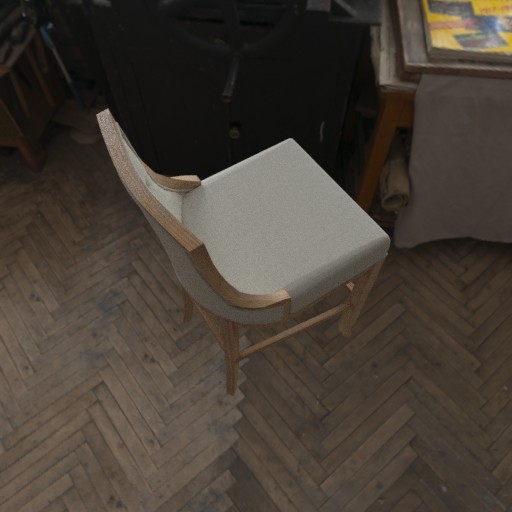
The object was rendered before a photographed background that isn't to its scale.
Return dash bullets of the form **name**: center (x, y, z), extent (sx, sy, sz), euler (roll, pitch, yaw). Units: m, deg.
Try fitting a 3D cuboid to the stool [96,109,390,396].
- **stool**: center (0.000, 0.000, 1.433), extent (0.626, 1.101, 0.524), euler (-29, 62, -17)
